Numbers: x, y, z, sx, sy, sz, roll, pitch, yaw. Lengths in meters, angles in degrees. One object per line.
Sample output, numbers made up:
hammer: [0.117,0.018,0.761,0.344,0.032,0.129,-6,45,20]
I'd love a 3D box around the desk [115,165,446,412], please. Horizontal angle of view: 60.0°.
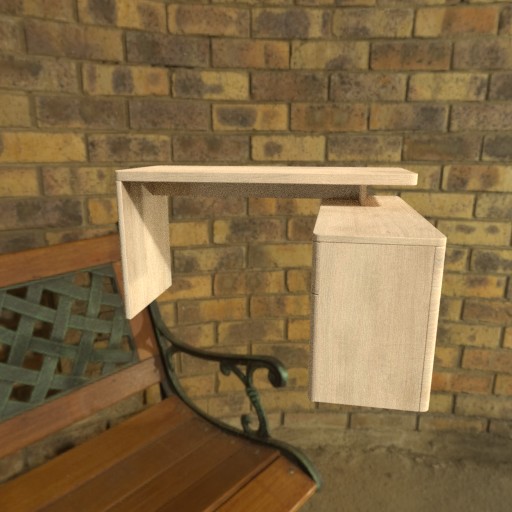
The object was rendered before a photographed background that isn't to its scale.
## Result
desk: [0.000,0.000,2.079,1.400,0.770,1.175,2,14,10]
